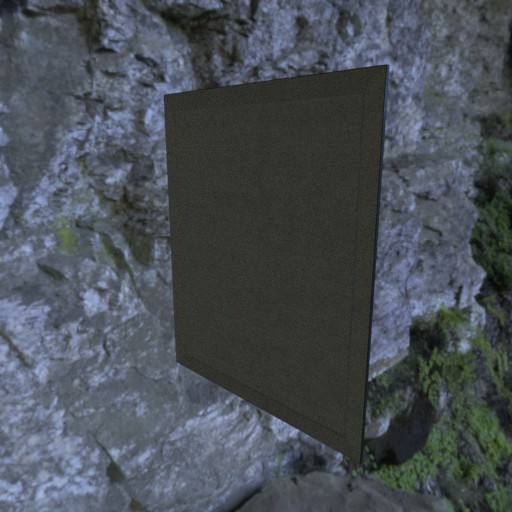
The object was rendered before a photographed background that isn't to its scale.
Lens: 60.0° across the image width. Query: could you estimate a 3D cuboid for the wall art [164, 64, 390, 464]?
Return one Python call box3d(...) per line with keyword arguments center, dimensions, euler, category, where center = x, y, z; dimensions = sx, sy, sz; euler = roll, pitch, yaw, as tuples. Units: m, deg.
box3d(center=(0.000, 0.000, 0.626), dimensions=(0.381, 0.457, 0.023), euler=(13, 19, 43), category="wall art")
